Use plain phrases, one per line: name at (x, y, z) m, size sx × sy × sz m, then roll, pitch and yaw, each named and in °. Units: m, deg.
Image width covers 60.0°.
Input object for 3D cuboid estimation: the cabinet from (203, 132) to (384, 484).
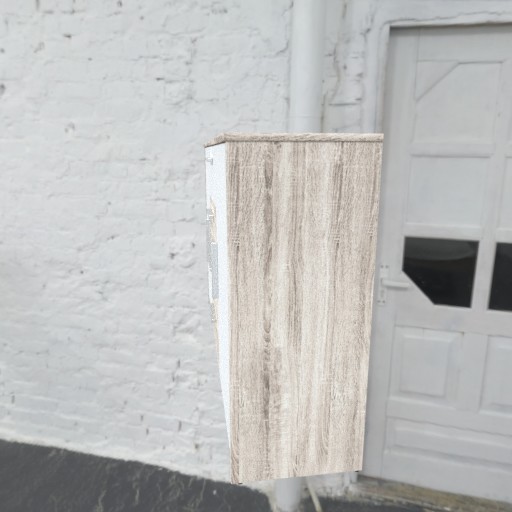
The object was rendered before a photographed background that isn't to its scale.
cabinet at (0.000, 0.000, 1.788) m, size 0.380 × 0.900 × 1.450 m, roll -2°, pitch 13°, yaw -8°
